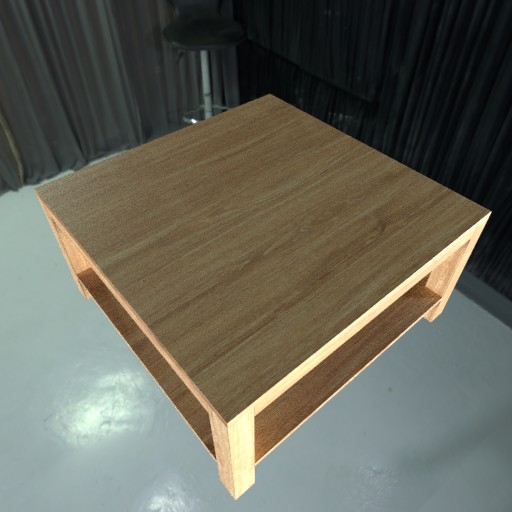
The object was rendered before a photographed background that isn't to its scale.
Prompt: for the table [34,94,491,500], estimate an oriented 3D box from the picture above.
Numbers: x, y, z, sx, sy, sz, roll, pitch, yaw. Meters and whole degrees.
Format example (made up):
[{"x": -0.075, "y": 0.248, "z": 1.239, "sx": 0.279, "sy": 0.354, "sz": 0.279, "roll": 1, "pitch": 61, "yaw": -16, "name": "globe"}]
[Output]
[{"x": 0.000, "y": 0.000, "z": 1.390, "sx": 0.900, "sy": 0.450, "sz": 0.900, "roll": -31, "pitch": 54, "yaw": -27, "name": "table"}]
